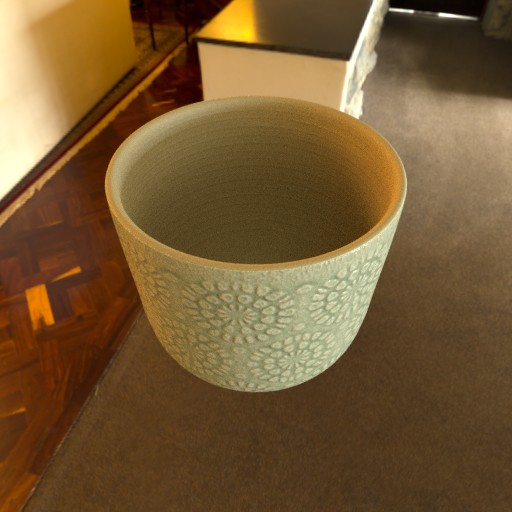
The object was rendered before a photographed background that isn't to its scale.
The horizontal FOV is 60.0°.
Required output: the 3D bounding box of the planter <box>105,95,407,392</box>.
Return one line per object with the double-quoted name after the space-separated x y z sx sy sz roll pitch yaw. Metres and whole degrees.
0.000 0.000 0.308 0.169 0.153 0.169 0 46 0 "planter"
